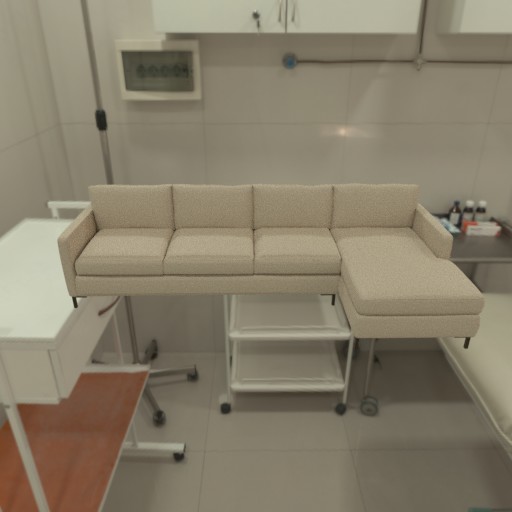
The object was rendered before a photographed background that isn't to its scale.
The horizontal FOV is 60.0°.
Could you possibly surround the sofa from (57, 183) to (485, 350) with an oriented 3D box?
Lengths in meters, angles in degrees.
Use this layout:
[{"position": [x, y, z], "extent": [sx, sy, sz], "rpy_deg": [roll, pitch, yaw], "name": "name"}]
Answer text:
[{"position": [0.000, 0.000, 3.151], "extent": [2.731, 0.755, 1.258], "rpy_deg": [0, 26, -1], "name": "sofa"}]
